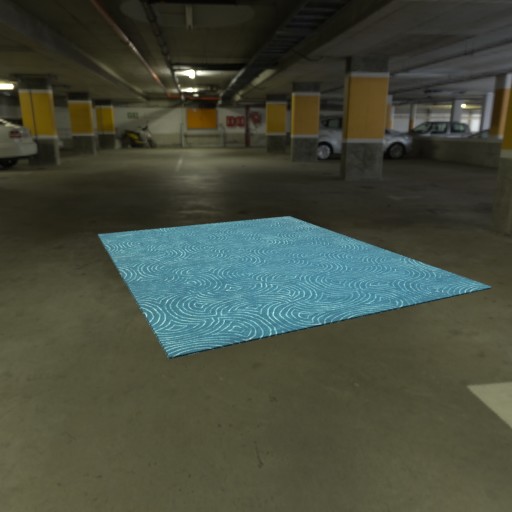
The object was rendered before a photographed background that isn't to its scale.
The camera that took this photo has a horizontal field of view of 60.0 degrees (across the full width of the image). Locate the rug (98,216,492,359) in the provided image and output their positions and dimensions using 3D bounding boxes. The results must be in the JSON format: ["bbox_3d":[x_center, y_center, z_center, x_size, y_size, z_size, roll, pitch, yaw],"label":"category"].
[{"bbox_3d":[0.000,0.000,4.089,2.432,0.012,3.033,-8,18,-24],"label":"rug"}]
